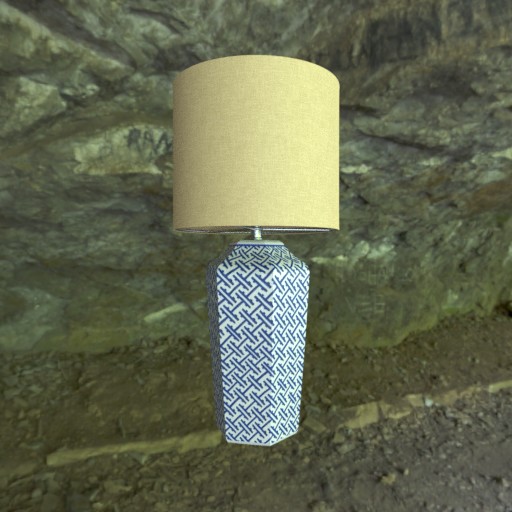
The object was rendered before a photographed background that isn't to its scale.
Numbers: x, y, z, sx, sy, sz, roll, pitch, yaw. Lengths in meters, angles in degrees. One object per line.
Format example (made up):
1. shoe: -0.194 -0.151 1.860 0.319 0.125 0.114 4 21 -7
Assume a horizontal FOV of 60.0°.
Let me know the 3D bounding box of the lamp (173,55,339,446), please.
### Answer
1. lamp: 0.000 0.000 0.866 0.320 0.682 0.320 0 0 17
